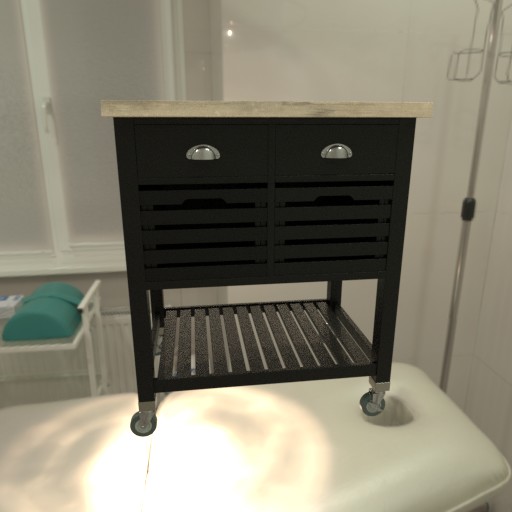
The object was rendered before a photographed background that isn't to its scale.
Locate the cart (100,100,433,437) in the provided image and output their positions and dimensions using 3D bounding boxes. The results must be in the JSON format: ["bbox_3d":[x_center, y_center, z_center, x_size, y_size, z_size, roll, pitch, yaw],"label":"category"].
[{"bbox_3d":[0.000,0.000,1.431,0.797,0.920,0.567,-2,17,-8],"label":"cart"}]
